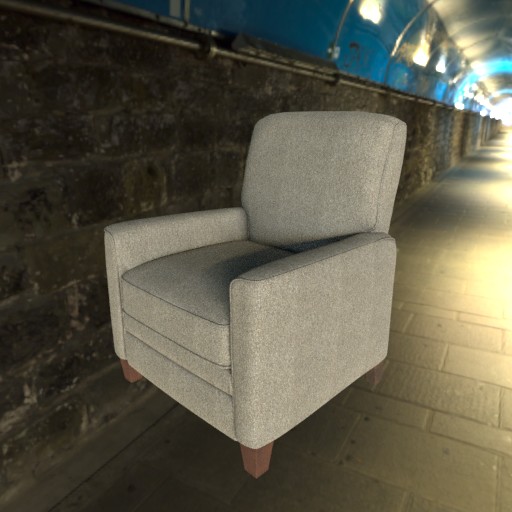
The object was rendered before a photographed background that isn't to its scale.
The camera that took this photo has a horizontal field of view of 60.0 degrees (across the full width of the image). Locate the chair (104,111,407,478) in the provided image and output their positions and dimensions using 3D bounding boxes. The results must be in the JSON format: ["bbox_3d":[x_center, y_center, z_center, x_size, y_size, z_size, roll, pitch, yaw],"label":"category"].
[{"bbox_3d":[0.000,0.000,1.645,0.841,1.028,0.858,16,23,42],"label":"chair"}]
